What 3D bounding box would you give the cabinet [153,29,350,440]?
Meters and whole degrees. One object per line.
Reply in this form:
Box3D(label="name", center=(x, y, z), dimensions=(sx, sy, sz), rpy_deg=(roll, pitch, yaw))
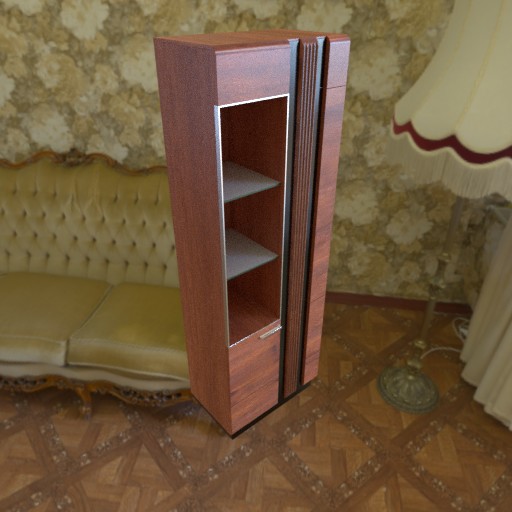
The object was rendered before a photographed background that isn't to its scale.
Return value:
Box3D(label="cabinet", center=(0.000, 0.000, 2.220), dimensions=(0.660, 1.980, 0.420), rpy_deg=(-23, 38, -33))
